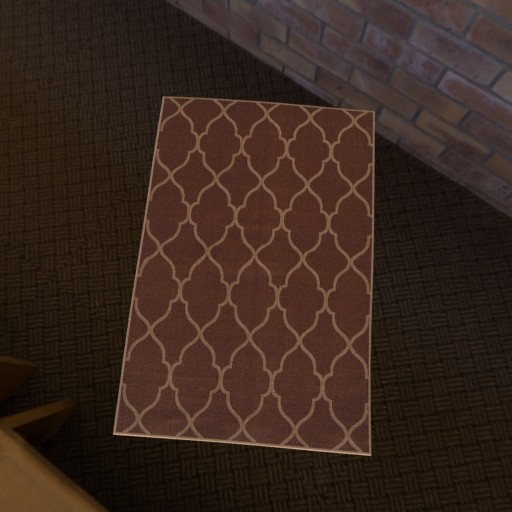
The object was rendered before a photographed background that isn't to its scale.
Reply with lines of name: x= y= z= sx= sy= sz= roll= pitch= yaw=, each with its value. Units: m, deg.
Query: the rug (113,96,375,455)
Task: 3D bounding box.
rug: x=0.000 y=0.000 z=2.883 sx=1.526 sy=0.014 sz=2.290 roll=4 pitch=75 yaw=1
